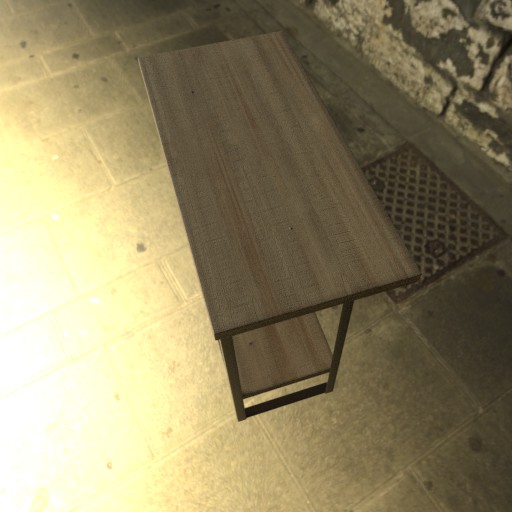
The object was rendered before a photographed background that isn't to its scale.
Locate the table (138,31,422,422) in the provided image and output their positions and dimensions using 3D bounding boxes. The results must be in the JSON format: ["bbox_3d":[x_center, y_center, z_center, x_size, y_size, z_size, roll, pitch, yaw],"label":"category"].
[{"bbox_3d":[0.000,0.000,1.041,0.300,0.701,0.599,-15,60,-9],"label":"table"}]
